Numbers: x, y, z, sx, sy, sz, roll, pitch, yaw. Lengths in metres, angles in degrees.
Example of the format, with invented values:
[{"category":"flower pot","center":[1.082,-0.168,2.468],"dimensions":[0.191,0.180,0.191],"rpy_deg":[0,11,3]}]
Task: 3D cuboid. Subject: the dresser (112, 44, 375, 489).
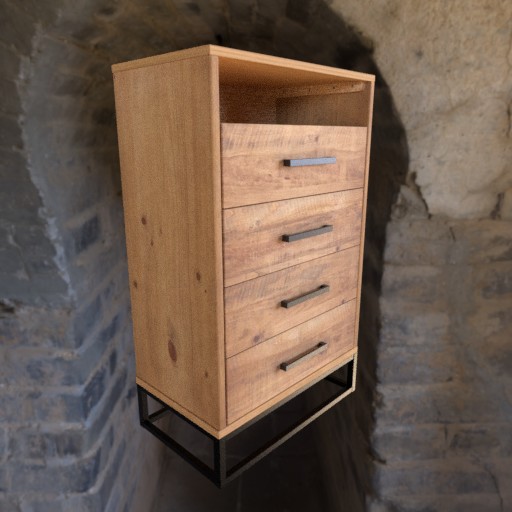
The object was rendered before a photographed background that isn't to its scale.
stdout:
[{"category":"dresser","center":[0.000,0.000,1.589],"dimensions":[0.479,1.240,0.761],"rpy_deg":[14,21,42]}]
